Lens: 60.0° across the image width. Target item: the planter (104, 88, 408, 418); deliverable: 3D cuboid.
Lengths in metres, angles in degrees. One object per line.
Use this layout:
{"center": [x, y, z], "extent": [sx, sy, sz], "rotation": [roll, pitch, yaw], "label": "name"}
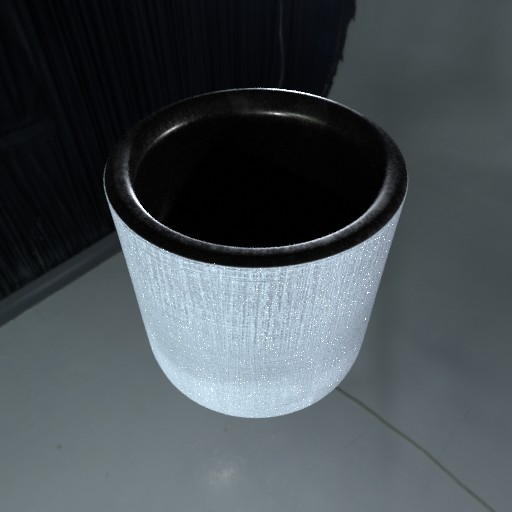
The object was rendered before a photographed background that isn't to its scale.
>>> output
{"center": [0.000, 0.000, 0.290], "extent": [0.160, 0.156, 0.160], "rotation": [0, 47, 0], "label": "planter"}
